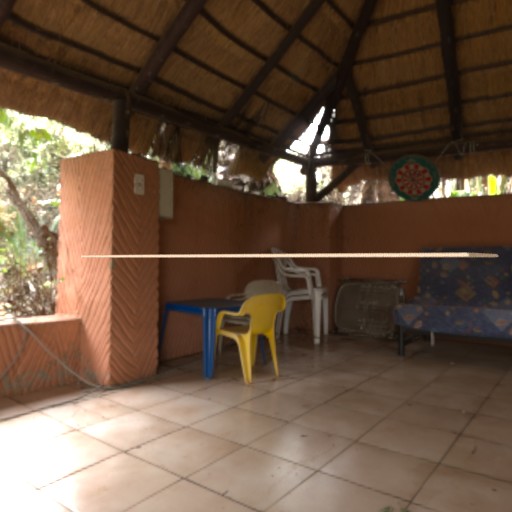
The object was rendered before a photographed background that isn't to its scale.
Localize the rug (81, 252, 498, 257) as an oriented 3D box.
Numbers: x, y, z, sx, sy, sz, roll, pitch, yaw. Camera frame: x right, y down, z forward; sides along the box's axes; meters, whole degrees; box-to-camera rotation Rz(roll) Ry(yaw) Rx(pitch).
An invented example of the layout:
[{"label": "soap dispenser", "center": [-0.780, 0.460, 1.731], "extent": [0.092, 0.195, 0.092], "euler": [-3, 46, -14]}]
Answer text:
[{"label": "rug", "center": [0.000, 0.000, 2.438], "extent": [2.276, 0.014, 0.678], "euler": [0, 0, 36]}]
